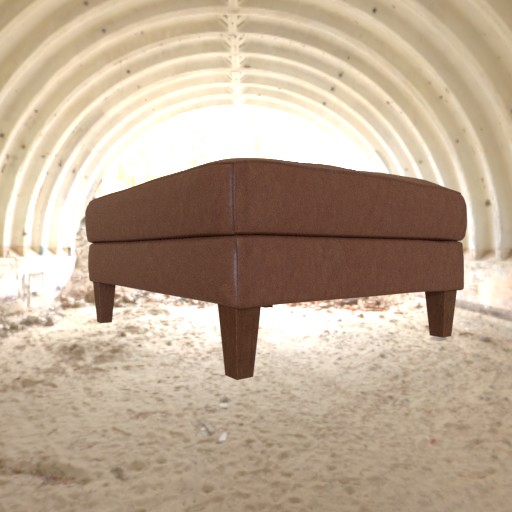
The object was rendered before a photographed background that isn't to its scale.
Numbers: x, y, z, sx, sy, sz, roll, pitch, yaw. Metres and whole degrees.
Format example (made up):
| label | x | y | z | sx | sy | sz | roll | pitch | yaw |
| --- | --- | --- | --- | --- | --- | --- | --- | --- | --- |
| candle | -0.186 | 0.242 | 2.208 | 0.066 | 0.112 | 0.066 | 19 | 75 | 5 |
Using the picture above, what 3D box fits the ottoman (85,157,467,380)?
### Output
| label | x | y | z | sx | sy | sz | roll | pitch | yaw |
| --- | --- | --- | --- | --- | --- | --- | --- | --- | --- |
| ottoman | 0.000 | 0.000 | 1.439 | 0.836 | 0.472 | 0.987 | 0 | 1 | -36 |
